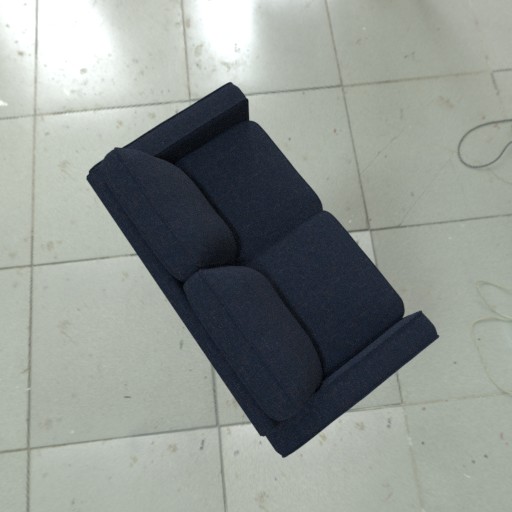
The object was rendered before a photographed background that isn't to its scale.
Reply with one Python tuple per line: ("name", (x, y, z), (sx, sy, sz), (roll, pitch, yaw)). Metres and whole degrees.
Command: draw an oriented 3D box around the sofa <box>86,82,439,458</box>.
("sofa", (0.000, 0.000, 2.300), (0.947, 0.918, 1.709), (-35, 78, -9))
